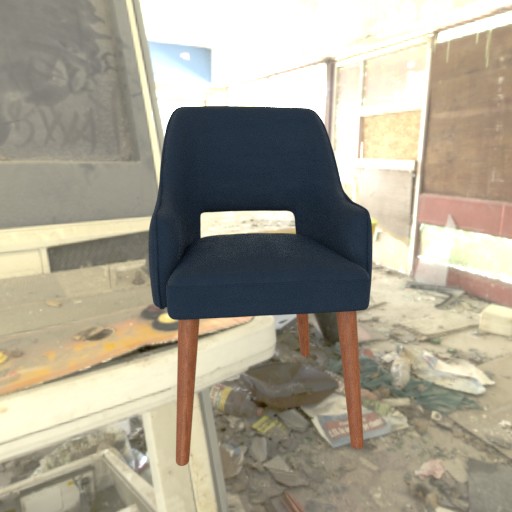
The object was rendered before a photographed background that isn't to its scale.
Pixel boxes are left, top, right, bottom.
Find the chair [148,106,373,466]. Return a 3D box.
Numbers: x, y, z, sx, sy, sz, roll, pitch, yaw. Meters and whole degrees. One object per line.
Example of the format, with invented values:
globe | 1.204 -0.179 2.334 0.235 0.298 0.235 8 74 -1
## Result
chair | 0.000 0.000 1.236 0.559 0.844 0.591 -2 14 -8
